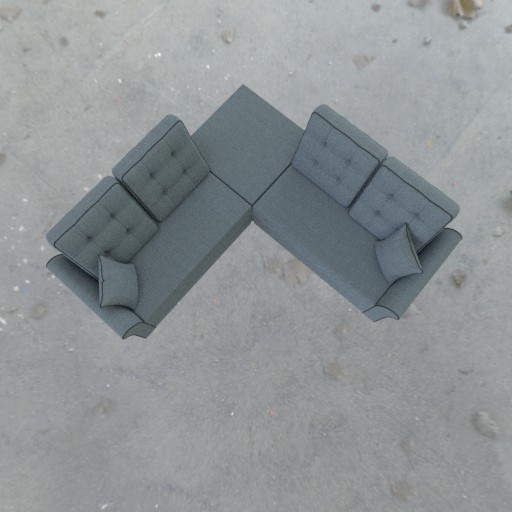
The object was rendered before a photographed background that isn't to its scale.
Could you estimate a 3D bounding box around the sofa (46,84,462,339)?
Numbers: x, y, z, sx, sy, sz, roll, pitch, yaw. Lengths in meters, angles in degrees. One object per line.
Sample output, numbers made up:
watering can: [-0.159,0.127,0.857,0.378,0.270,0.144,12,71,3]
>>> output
sofa: [0.000,0.000,3.187,2.070,0.988,2.068,40,79,9]
